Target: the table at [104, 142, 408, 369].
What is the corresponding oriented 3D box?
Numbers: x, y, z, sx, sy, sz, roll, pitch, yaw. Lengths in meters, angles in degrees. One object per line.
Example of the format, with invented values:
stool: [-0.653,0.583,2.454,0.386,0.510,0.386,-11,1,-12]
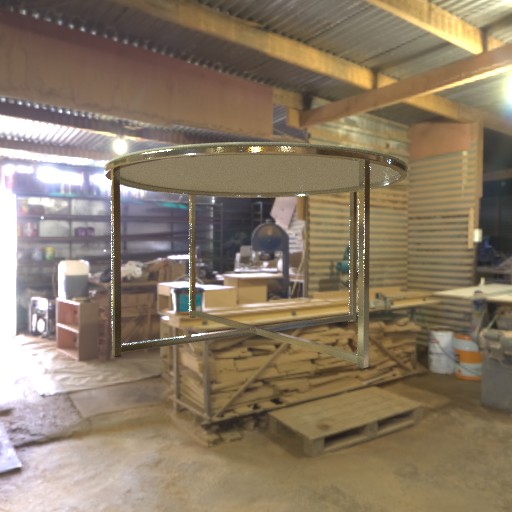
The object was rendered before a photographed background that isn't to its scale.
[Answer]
table: [0.000,0.000,1.238,0.800,0.450,0.800,0,2,0]
